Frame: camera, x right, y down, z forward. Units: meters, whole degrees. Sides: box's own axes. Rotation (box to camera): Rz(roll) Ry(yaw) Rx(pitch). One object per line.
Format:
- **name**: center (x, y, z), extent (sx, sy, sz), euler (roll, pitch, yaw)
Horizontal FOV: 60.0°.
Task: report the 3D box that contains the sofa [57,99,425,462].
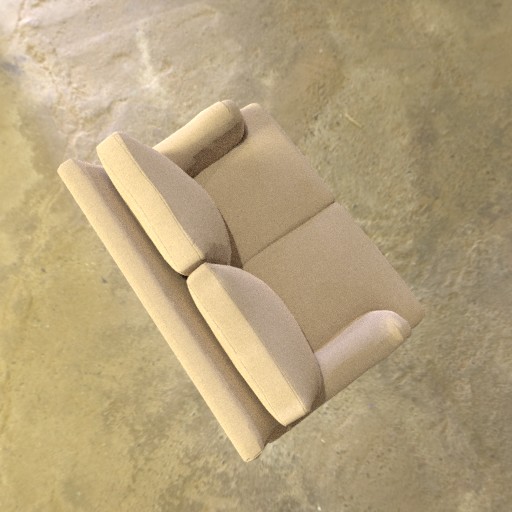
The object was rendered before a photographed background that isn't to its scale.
- **sofa**: center (0.000, 0.000, 2.255), extent (1.087, 1.048, 1.508), euler (-34, 78, -8)
